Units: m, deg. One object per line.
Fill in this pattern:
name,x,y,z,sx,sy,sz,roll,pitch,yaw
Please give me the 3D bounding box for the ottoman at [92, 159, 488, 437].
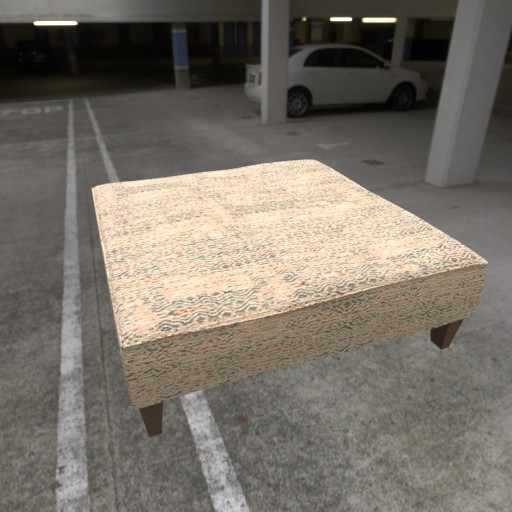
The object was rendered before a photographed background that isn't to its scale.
ottoman,0.000,0.000,1.501,0.968,0.356,1.004,-10,30,-19
